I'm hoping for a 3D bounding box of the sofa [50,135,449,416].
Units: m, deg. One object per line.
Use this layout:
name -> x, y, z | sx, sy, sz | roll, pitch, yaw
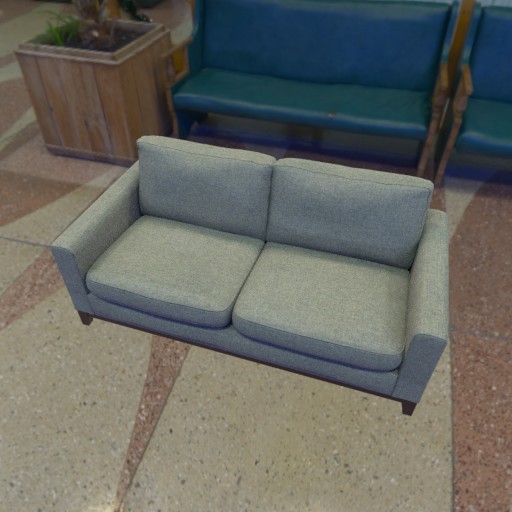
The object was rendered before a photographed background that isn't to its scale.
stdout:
sofa -> 0.000, 0.000, 2.479 | 1.978, 0.892, 0.969 | 12, 43, 13
